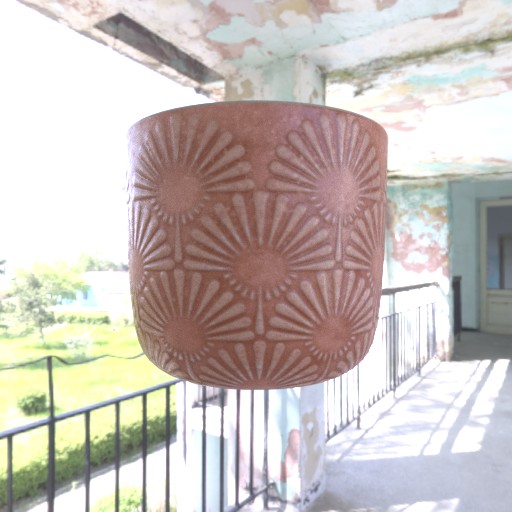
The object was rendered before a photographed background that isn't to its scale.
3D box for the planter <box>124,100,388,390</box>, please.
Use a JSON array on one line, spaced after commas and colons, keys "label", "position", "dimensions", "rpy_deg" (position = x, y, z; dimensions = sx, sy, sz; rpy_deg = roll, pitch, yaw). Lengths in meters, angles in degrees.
[{"label": "planter", "position": [0.000, 0.000, 0.216], "dimensions": [0.124, 0.109, 0.124], "rpy_deg": [0, 0, 0]}]
